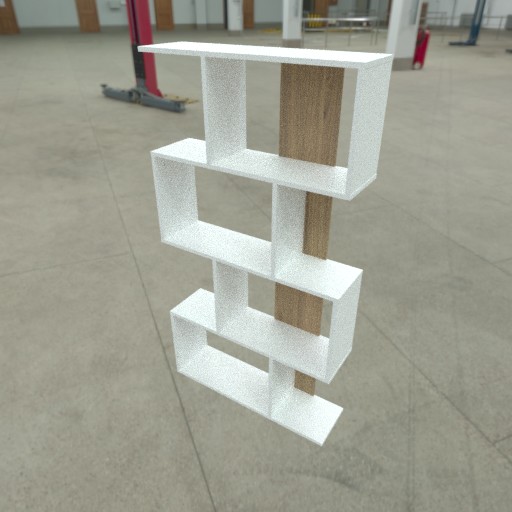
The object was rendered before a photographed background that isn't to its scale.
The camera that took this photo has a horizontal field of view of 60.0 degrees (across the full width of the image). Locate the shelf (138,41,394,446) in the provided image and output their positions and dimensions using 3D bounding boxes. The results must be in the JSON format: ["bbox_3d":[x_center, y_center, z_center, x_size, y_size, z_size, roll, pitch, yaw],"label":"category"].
[{"bbox_3d":[0.000,0.000,1.950,0.890,1.650,0.250,18,35,28],"label":"shelf"}]
